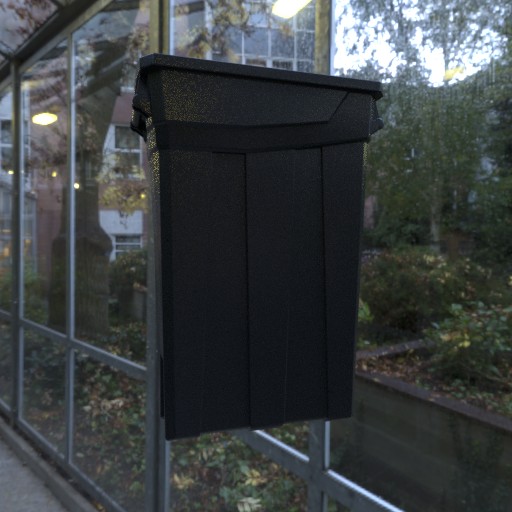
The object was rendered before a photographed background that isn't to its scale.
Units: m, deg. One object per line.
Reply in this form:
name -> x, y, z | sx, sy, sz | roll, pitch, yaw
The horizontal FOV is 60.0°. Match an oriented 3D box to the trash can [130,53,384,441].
trash can -> 0.000, 0.000, 1.034 | 0.559, 0.762, 0.281 | 0, 1, -17
